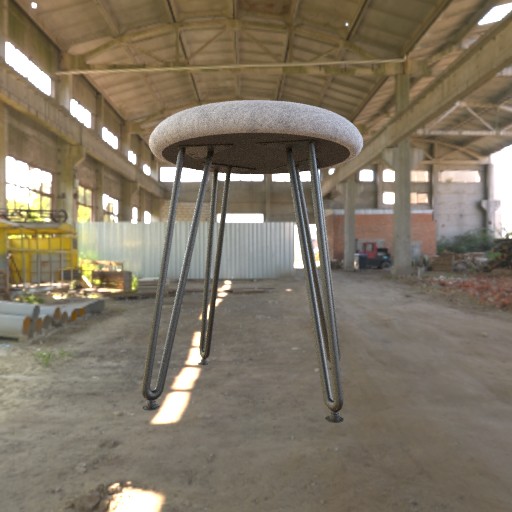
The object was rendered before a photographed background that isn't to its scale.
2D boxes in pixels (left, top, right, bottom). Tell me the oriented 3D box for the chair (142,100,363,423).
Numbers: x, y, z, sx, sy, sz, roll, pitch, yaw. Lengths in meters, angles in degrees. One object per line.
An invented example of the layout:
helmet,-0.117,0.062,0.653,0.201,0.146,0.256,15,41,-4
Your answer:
chair,0.000,0.000,0.658,0.350,0.386,0.350,0,0,-35
